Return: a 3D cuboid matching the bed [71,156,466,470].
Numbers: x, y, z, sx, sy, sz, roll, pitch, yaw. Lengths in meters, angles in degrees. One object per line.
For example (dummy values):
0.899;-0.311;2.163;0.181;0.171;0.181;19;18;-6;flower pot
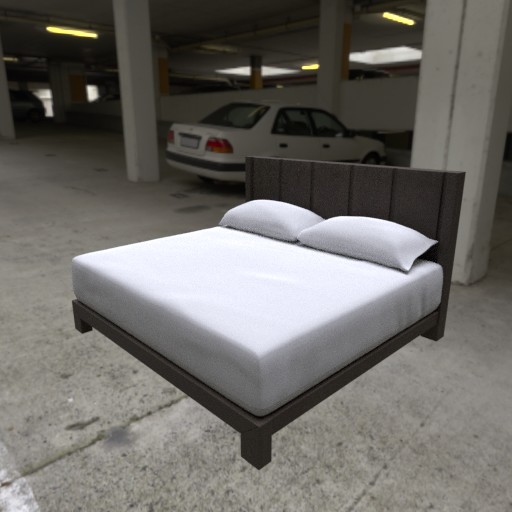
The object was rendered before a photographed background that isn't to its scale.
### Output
0.000;0.000;3.340;2.012;1.270;2.134;-16;23;-42;bed
